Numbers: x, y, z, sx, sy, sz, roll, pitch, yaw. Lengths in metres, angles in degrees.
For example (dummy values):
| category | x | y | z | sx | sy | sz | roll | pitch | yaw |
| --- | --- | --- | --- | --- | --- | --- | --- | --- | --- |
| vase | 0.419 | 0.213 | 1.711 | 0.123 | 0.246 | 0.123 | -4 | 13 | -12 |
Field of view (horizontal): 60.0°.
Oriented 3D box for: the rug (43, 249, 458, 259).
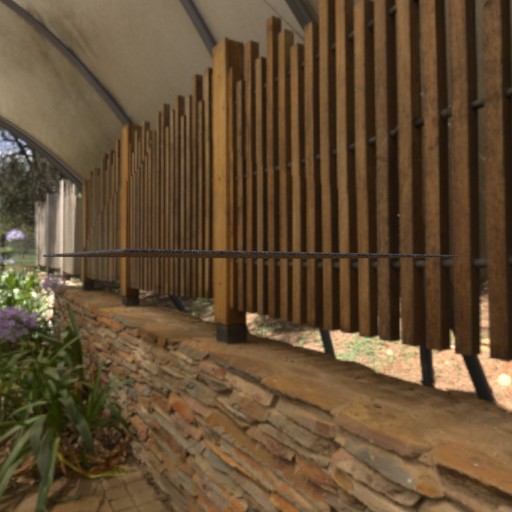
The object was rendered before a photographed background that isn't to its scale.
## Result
| category | x | y | z | sx | sy | sz | roll | pitch | yaw |
| --- | --- | --- | --- | --- | --- | --- | --- | --- | --- |
| rug | 0.000 | 0.000 | 2.221 | 1.754 | 0.010 | 1.139 | 1 | -1 | -36 |
